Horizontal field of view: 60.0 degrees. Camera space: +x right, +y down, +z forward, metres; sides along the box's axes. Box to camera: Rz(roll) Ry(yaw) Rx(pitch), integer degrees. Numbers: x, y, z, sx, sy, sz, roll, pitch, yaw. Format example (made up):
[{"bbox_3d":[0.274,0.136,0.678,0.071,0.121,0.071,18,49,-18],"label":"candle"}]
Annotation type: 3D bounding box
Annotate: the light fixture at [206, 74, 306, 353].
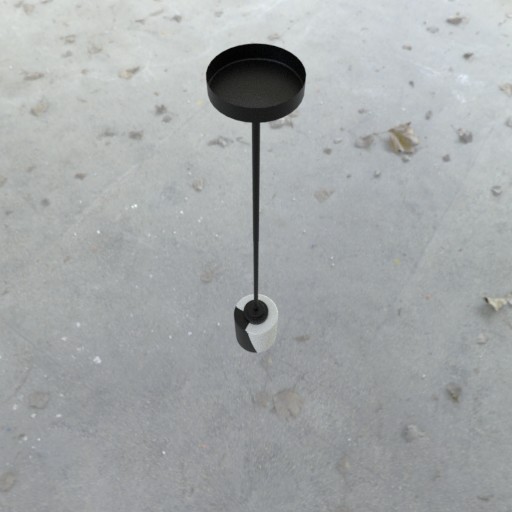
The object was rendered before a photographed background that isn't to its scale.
[{"bbox_3d":[0.000,0.000,0.913,0.123,0.863,0.123,31,64,17],"label":"light fixture"}]
